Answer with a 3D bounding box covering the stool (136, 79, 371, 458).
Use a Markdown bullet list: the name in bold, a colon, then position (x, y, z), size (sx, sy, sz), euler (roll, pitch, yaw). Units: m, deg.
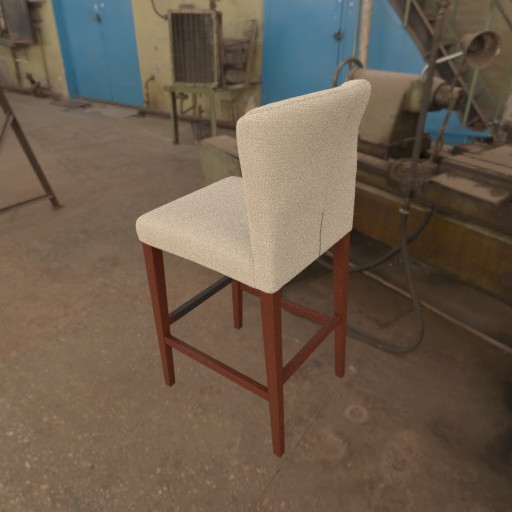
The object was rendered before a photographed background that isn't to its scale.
- **stool**: position (0.000, 0.000, 1.392), size (0.568, 1.069, 0.481), euler (20, 36, 31)
